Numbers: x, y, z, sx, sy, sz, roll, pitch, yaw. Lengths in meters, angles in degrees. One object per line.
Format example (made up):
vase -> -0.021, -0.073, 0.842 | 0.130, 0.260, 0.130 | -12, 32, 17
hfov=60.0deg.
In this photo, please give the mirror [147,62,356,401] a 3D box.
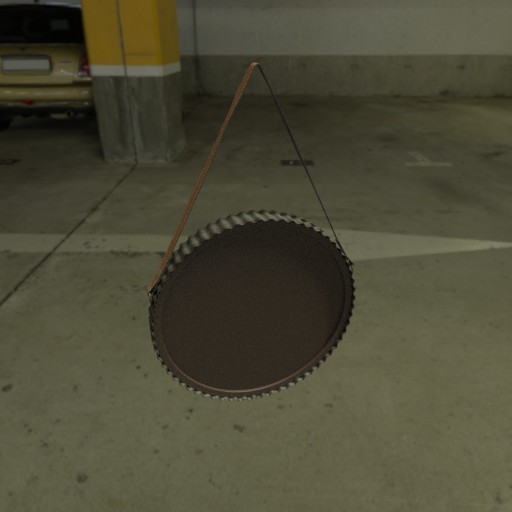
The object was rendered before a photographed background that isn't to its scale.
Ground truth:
mirror -> 0.000, 0.000, 0.710 | 0.355, 0.568, 0.042 | -8, 27, -15
